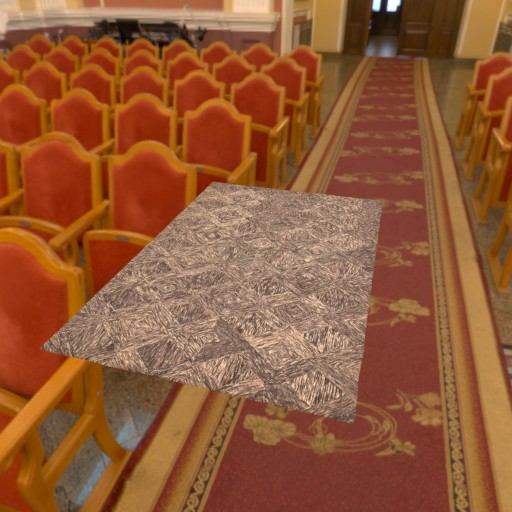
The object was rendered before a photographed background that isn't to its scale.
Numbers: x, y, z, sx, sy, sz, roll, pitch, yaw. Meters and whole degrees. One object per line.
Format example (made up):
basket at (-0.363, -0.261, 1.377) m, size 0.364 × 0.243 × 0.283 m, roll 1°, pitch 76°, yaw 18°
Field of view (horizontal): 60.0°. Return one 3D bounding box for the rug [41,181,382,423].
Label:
rug at (0.000, 0.000, 2.287) m, size 1.189 × 0.011 × 1.808 m, roll 9°, pitch 32°, yaw 14°
